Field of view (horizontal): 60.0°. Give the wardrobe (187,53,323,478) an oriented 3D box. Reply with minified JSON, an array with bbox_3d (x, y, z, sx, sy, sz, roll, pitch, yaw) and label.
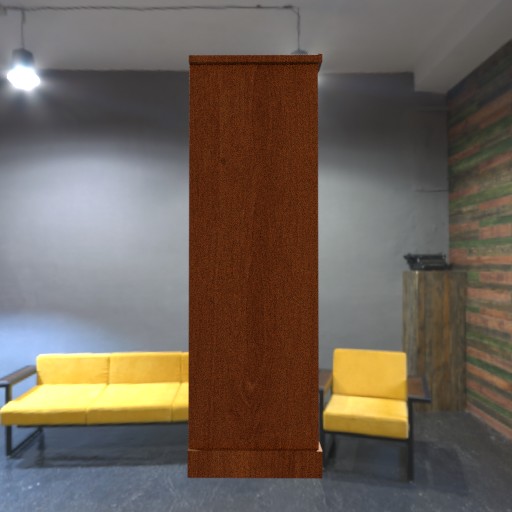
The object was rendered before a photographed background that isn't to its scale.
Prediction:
[{"bbox_3d":[0.000,0.000,2.165,0.570,1.870,0.590,0,-1,1],"label":"wardrobe"}]
